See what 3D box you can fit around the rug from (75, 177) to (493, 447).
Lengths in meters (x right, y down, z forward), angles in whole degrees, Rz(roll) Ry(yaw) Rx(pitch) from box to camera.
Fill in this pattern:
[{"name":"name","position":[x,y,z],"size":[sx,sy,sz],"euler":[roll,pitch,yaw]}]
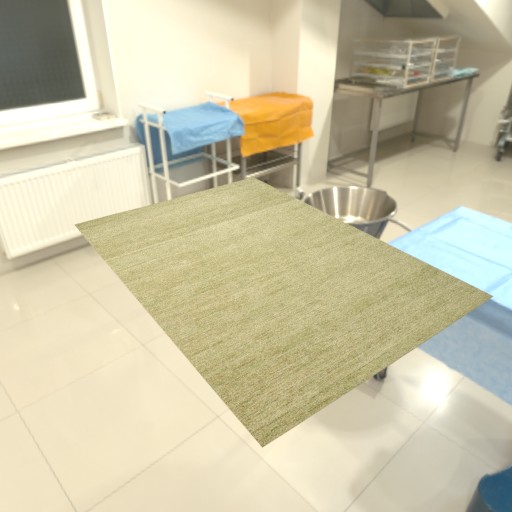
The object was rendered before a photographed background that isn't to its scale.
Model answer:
[{"name":"rug","position":[0.000,0.000,2.837],"size":[1.606,0.017,2.270],"euler":[-21,37,-31]}]
